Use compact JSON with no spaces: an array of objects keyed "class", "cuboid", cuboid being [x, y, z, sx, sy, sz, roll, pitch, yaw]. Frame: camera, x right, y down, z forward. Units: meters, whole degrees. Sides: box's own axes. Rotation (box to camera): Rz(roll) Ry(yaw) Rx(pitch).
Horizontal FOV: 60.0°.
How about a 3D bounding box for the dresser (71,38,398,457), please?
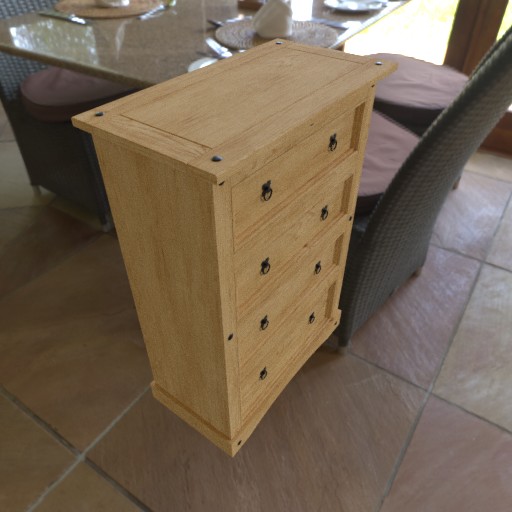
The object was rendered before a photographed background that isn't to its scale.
[{"class":"dresser","cuboid":[0.000,0.000,1.704,0.485,1.300,0.915,26,47,27]}]
